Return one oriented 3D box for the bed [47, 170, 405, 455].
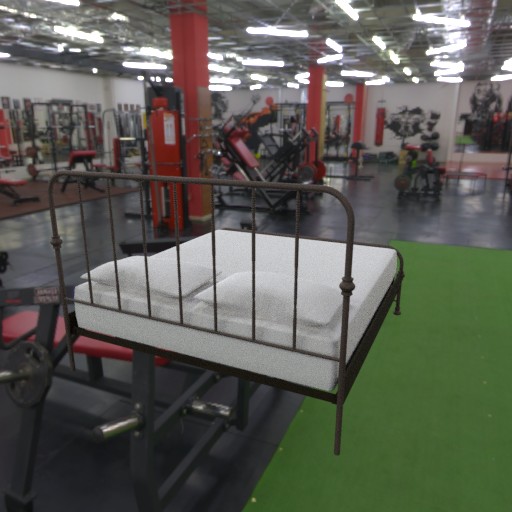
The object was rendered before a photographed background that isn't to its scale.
[{"bbox_3d":[0.000,0.000,3.509,2.044,1.446,2.134,8,18,25],"label":"bed"}]
